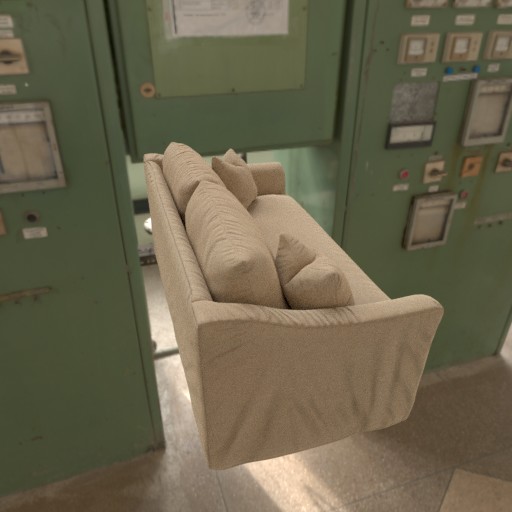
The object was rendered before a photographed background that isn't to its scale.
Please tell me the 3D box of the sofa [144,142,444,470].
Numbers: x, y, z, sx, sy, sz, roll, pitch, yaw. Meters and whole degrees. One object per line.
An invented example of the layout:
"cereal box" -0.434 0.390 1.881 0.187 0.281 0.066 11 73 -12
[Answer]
"sofa" 0.000 0.000 2.623 1.072 1.018 2.010 -9 32 -15
